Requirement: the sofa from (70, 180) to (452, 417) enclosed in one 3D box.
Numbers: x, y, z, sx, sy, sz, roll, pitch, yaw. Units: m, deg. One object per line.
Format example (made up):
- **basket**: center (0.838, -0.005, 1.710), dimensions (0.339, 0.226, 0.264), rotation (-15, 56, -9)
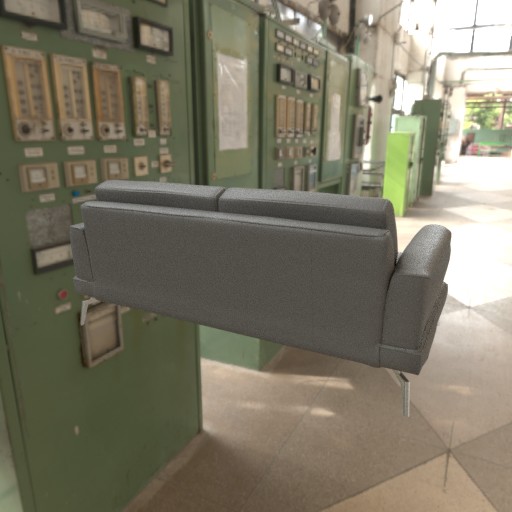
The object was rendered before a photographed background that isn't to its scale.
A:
- **sofa**: center (0.000, 0.000, 2.751), dimensions (2.177, 0.930, 1.121), rotation (8, 18, 27)
